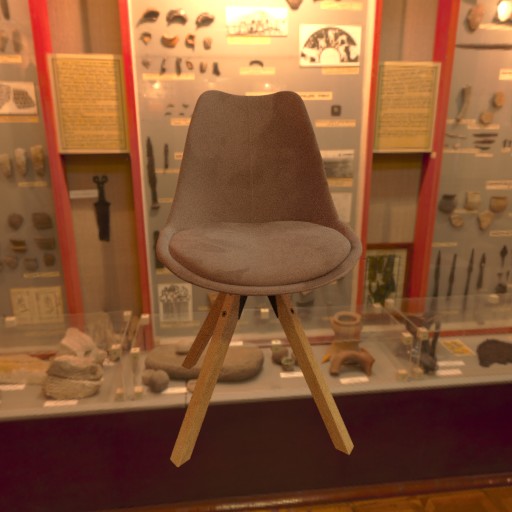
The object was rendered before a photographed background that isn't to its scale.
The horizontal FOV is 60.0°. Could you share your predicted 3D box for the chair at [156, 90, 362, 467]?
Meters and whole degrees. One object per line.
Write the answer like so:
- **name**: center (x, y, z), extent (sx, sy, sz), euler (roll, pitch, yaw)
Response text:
- **chair**: center (0.000, 0.000, 1.165), extent (0.485, 0.850, 0.550), euler (-2, 17, -5)
